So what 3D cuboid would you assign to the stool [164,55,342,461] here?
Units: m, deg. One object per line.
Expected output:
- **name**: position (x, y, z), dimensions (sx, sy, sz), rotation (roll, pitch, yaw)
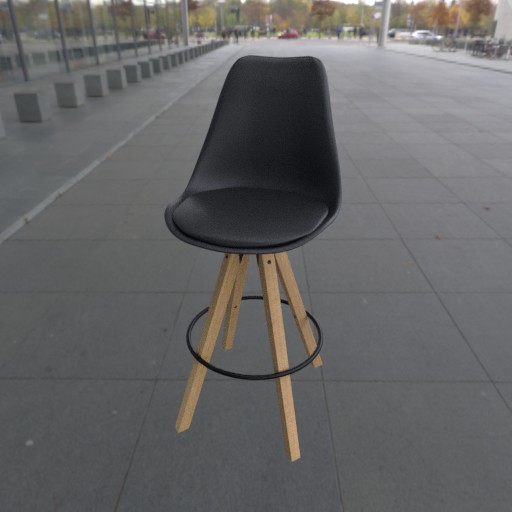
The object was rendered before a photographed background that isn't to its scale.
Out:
- **stool**: position (0.000, 0.000, 1.380), dimensions (0.485, 1.115, 0.550), rotation (8, 28, 15)
